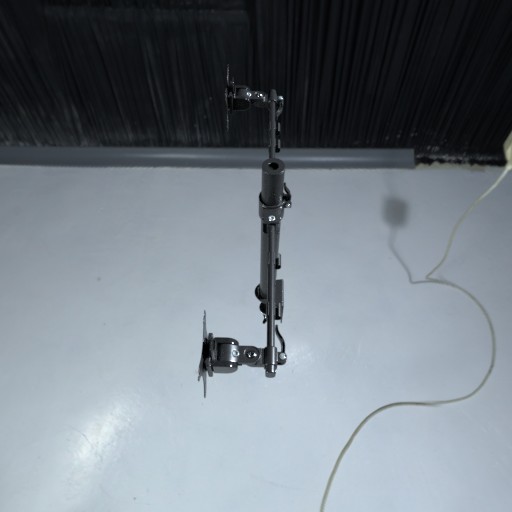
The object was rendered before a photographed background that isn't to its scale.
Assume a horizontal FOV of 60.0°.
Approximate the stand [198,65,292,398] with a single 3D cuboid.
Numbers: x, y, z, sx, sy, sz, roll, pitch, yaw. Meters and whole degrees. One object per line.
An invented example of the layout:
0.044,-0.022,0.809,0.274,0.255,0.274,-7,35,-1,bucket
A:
0.000,0.000,1.048,0.150,0.603,0.743,1,58,1,stand
